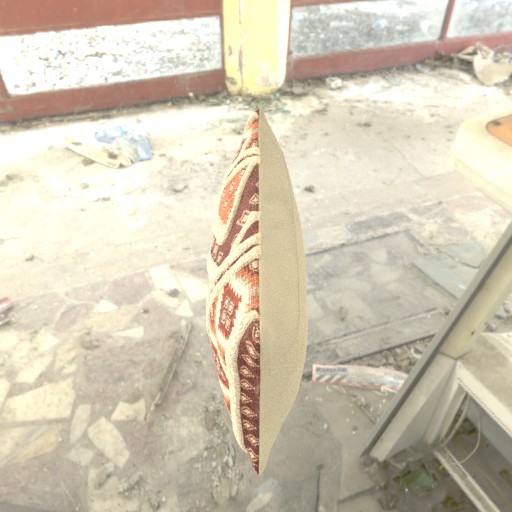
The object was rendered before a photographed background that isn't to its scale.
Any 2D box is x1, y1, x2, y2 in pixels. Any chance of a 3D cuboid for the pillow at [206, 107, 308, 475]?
[{"bbox_3d":[0.000,0.000,0.754,0.161,0.295,0.608,0,40,0],"label":"pillow"}]
